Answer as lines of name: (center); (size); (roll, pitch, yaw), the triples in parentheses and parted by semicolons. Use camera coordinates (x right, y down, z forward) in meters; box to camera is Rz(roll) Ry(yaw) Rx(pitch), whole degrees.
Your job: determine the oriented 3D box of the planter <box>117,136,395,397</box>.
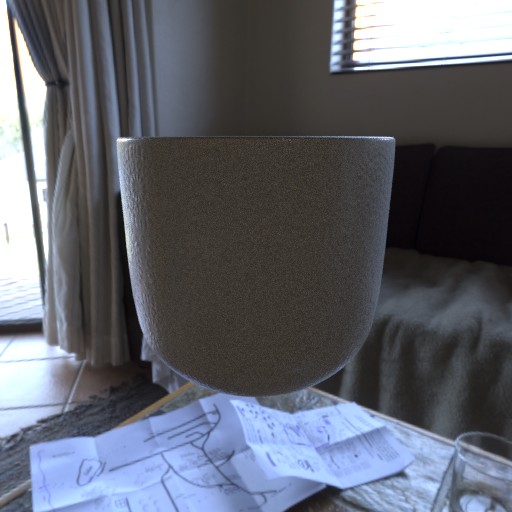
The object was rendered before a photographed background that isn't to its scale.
planter: (0.000, 0.000, 0.368); (0.208, 0.190, 0.208); (0, 15, 0)
